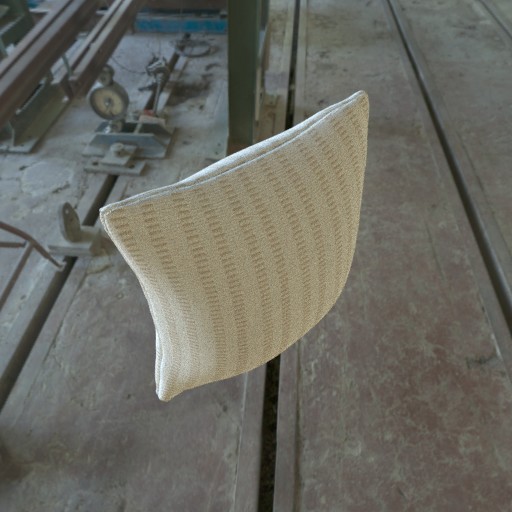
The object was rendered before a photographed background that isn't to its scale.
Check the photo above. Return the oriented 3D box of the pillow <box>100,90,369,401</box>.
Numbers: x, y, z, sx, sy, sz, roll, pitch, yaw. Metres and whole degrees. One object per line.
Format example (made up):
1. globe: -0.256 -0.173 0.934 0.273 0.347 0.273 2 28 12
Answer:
1. pillow: 0.000 0.000 0.709 0.438 0.419 0.247 -32 54 -27
